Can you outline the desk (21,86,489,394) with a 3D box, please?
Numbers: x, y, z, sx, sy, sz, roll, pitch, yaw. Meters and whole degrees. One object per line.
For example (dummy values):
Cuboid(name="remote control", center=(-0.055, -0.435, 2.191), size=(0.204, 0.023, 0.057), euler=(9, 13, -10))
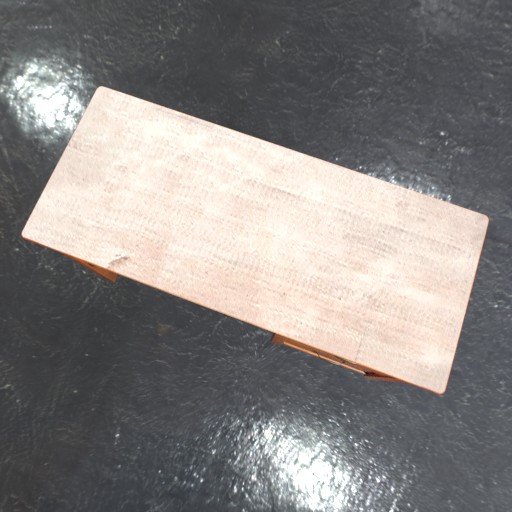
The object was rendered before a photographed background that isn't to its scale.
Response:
Cuboid(name="desk", center=(0.000, 0.000, 1.745), size=(1.353, 0.756, 0.574), euler=(20, 77, 5))
